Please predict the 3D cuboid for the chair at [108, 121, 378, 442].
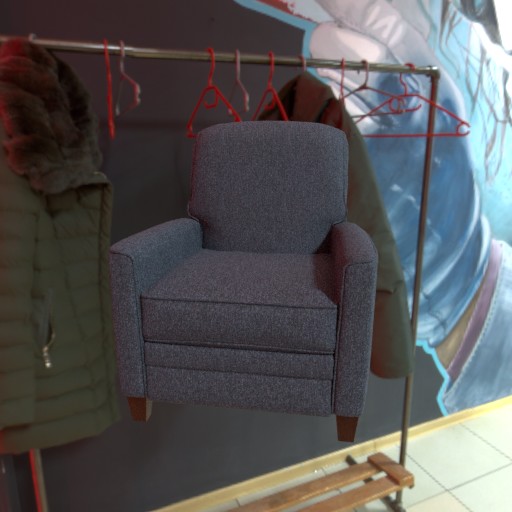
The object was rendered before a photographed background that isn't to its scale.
[{"bbox_3d":[0.000,0.000,1.688,0.839,1.016,0.850,2,15,9],"label":"chair"}]
